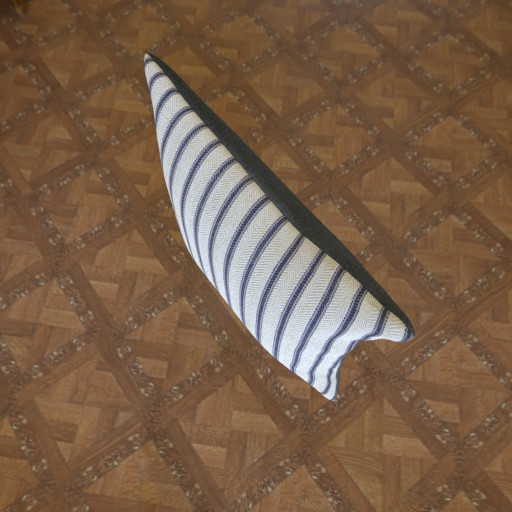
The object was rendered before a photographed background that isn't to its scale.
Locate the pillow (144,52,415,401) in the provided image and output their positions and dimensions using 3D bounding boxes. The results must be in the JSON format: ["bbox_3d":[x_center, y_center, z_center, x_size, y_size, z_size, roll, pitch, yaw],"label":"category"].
[{"bbox_3d":[0.000,0.000,0.679,0.138,0.444,0.468,-35,70,-15],"label":"pillow"}]
